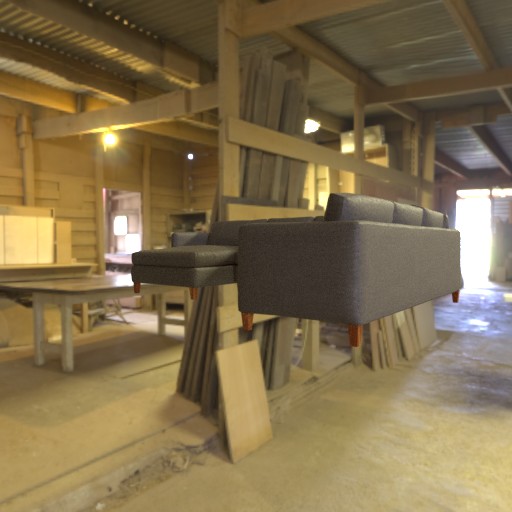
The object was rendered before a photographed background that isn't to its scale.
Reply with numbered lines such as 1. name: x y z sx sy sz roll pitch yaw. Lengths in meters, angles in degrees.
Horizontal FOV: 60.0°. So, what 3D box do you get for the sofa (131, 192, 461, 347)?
1. sofa: 0.000 0.000 4.624 3.460 0.961 2.594 1 2 37
